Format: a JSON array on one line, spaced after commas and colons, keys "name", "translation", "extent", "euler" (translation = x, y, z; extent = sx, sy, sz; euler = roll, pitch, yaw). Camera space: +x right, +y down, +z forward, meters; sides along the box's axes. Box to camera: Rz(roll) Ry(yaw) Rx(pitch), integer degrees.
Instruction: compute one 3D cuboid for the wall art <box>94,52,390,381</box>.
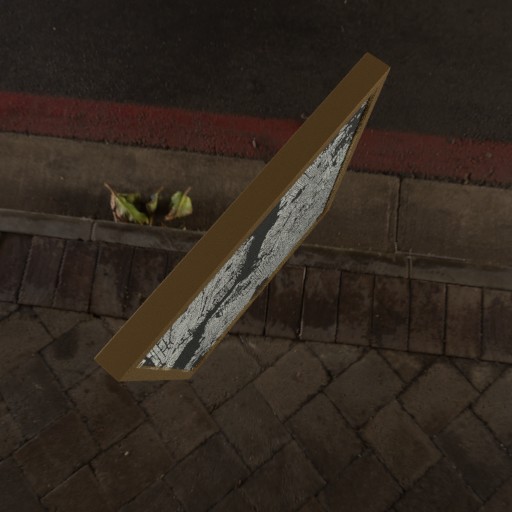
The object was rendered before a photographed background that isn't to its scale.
[{"name": "wall art", "translation": [0.000, 0.000, 0.464], "extent": [0.023, 0.305, 0.305], "euler": [38, 78, 10]}]
